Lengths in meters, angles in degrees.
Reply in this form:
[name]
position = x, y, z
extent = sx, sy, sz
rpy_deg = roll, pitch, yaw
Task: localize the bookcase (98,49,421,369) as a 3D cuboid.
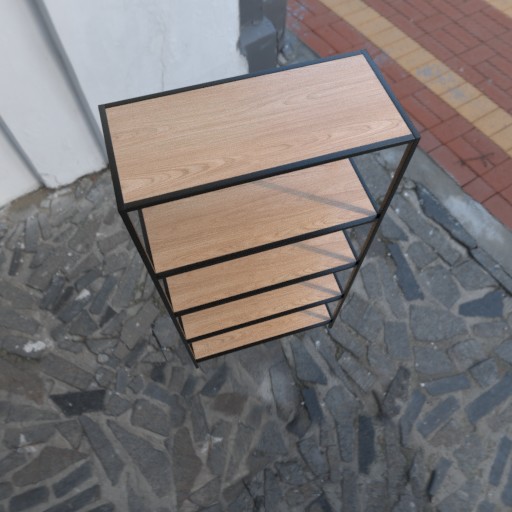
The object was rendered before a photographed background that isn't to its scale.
[bookcase]
position = 0.000, 0.000, 1.809
extent = 0.770, 1.500, 0.350
rpy_deg = -15, 63, -8
